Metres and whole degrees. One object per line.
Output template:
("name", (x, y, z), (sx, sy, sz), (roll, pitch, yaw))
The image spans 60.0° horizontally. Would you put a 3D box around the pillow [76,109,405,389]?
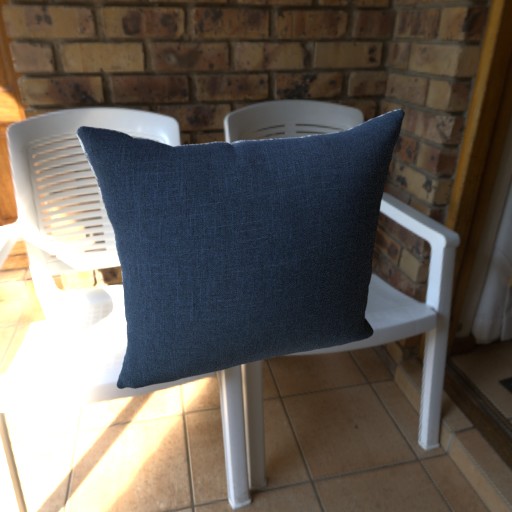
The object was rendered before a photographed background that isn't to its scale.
("pillow", (0.000, 0.000, 0.799), (0.546, 0.487, 0.180), (-9, 28, -17))
